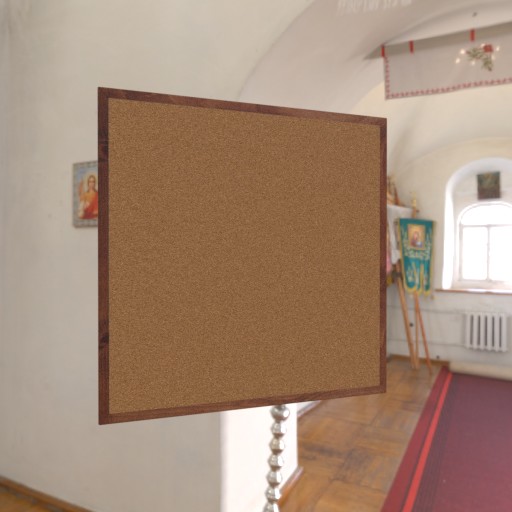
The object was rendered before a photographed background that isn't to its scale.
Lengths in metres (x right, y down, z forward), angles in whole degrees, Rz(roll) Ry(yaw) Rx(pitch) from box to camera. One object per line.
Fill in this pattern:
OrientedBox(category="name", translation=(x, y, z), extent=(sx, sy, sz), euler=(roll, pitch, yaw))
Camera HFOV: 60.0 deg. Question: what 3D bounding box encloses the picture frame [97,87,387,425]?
OrientedBox(category="picture frame", translation=(0.000, 0.000, 1.206), extent=(0.810, 0.817, 0.029), euler=(0, 0, -18))
